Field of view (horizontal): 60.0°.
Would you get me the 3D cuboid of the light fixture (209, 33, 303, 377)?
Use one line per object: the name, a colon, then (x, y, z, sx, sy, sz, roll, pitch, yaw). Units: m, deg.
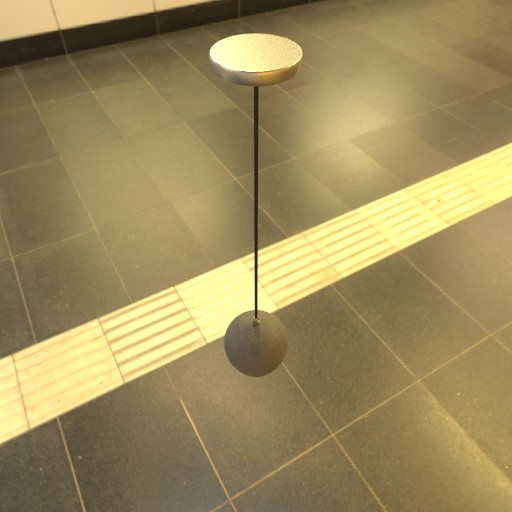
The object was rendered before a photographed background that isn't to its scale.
light fixture: (0.000, 0.000, 0.839, 0.153, 0.760, 0.153, 32, 54, 26)
